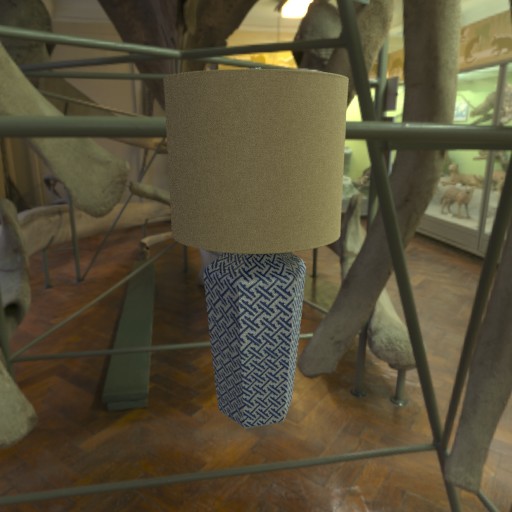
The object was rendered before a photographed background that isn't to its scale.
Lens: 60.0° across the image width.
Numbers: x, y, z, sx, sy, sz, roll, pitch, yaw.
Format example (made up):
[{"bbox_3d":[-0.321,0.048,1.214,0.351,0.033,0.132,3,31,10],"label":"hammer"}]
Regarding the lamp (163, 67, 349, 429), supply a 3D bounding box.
[{"bbox_3d":[0.000,0.000,0.868,0.320,0.682,0.320,-2,16,-8],"label":"lamp"}]
